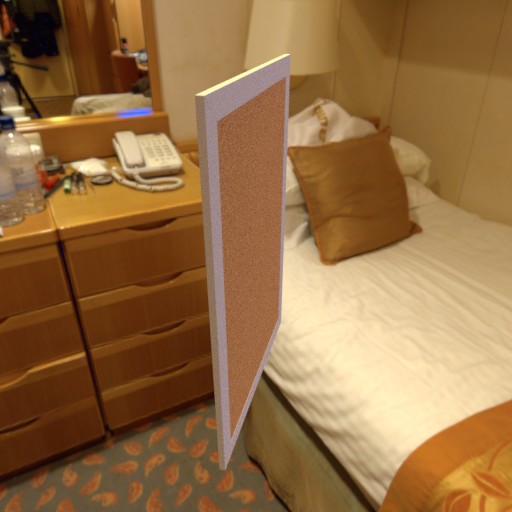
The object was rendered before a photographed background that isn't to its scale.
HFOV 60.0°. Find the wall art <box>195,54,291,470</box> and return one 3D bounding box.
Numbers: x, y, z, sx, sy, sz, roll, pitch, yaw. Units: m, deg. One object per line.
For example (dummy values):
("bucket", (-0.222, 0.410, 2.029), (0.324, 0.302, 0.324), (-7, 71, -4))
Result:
("wall art", (0.000, 0.000, 0.841), (0.011, 0.659, 0.454), (8, 31, 14))
